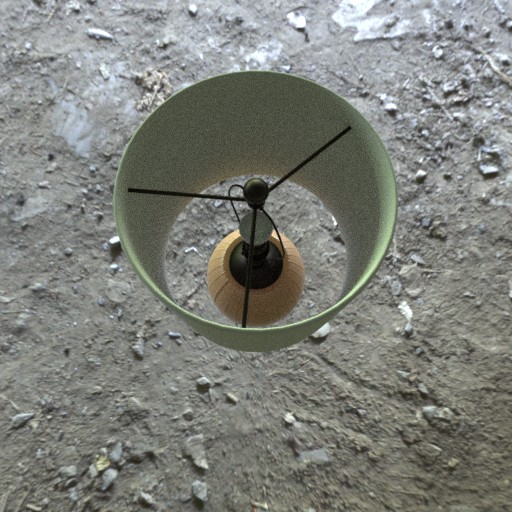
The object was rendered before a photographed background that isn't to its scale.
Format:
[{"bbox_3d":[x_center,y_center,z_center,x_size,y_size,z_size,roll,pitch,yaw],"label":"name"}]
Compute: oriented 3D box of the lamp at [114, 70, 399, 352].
[{"bbox_3d":[0.000,0.000,0.771,0.329,0.570,0.329,0,74,0],"label":"lamp"}]
